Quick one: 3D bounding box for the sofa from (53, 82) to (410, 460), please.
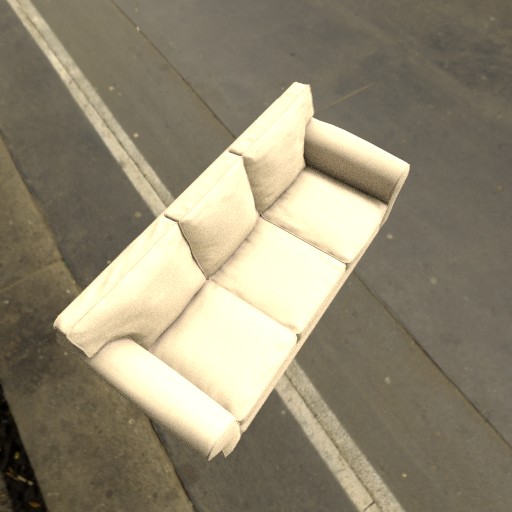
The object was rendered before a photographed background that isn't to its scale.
[{"bbox_3d":[0.000,0.000,2.634,0.998,0.889,2.118,30,63,18],"label":"sofa"}]
